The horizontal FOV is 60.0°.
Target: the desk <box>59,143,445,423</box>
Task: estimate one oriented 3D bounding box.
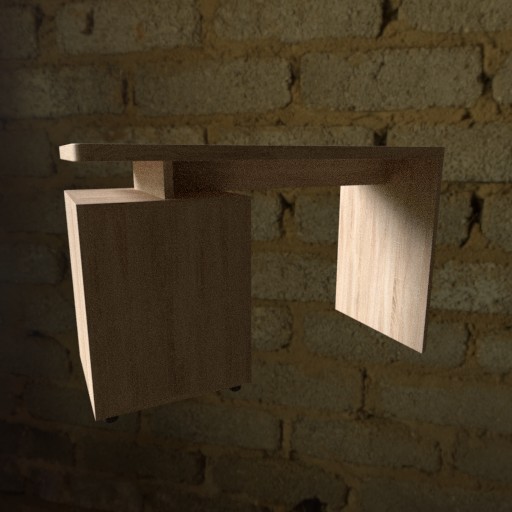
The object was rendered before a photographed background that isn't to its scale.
[{"bbox_3d":[0.000,0.000,1.587,1.200,0.760,0.550,-6,15,-26],"label":"desk"}]
